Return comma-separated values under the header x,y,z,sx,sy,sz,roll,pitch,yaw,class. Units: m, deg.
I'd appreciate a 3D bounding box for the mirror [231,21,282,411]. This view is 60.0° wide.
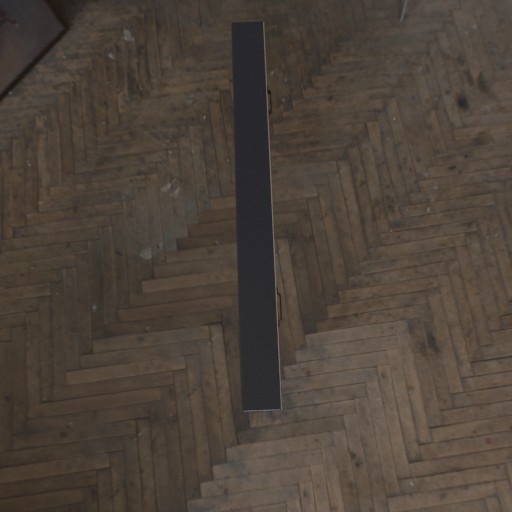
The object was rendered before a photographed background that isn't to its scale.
x,y,z,sx,sy,sz,roll,pitch,yaw,class
0.000,0.000,0.685,0.041,0.508,0.405,-2,76,0,mirror
